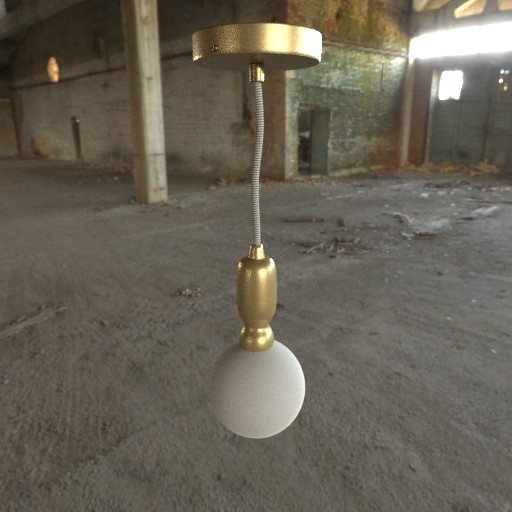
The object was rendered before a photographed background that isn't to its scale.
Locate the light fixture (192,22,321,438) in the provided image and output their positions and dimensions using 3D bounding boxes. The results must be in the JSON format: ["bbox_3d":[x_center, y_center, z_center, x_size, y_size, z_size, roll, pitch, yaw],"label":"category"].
[{"bbox_3d":[0.000,0.000,0.566,0.147,0.510,0.146,-15,22,-42],"label":"light fixture"}]
